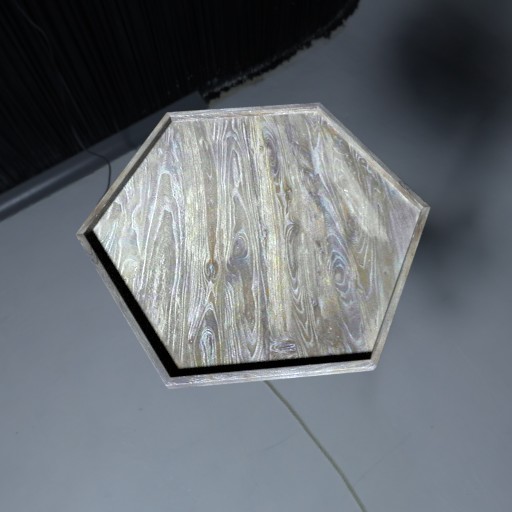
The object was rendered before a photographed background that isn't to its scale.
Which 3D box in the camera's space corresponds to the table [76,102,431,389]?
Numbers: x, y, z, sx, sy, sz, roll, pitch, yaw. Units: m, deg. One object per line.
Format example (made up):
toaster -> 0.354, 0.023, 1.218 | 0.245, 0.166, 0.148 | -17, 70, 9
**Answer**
table -> 0.000, 0.000, 1.602 | 0.966, 0.488, 1.115 | -32, 67, -15
